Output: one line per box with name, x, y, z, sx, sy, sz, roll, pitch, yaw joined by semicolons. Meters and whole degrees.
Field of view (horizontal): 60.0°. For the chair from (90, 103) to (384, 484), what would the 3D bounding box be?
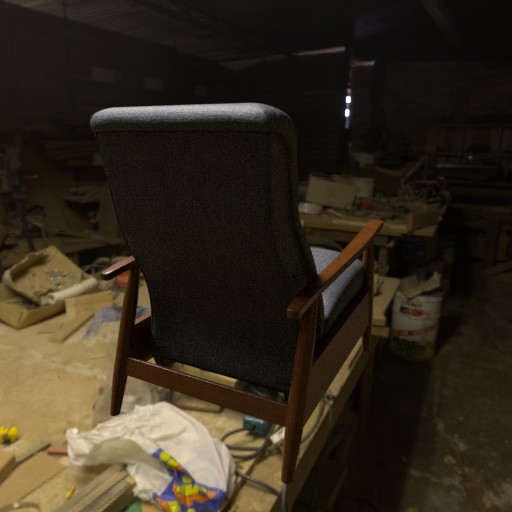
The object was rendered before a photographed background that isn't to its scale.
chair;0.000;0.000;1.746;0.762;1.082;1.030;8;18;27
